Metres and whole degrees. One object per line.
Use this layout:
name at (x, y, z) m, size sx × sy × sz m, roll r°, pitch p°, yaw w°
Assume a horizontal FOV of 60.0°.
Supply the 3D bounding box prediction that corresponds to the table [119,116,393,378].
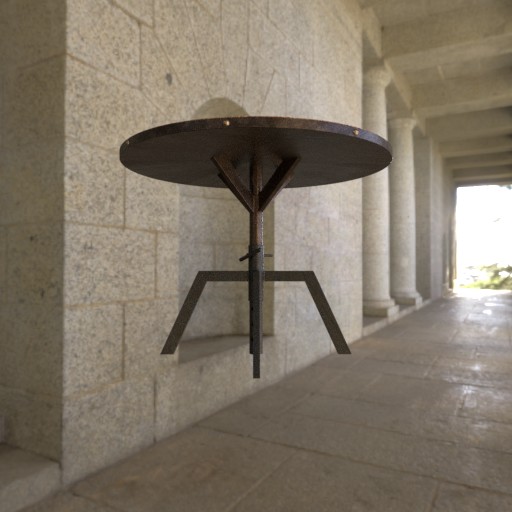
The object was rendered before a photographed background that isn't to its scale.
table at (0.000, 0.000, 1.497) m, size 0.885 × 0.658 × 0.885 m, roll 0°, pitch -1°, yaw 0°
